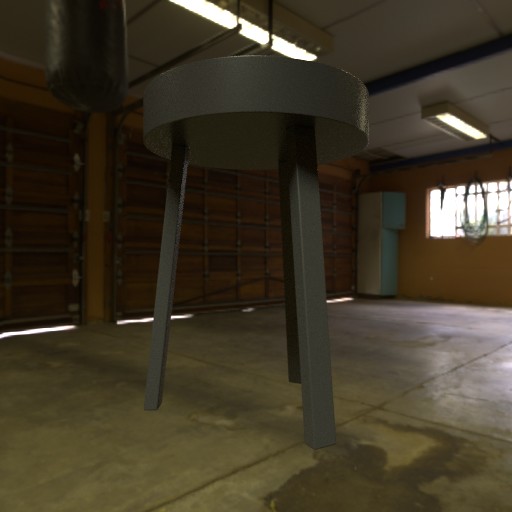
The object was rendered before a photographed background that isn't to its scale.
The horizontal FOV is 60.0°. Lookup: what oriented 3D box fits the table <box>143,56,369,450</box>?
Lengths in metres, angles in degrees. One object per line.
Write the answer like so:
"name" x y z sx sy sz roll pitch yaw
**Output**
"table" 0.000 0.000 0.822 0.406 0.559 0.406 0 0 0
